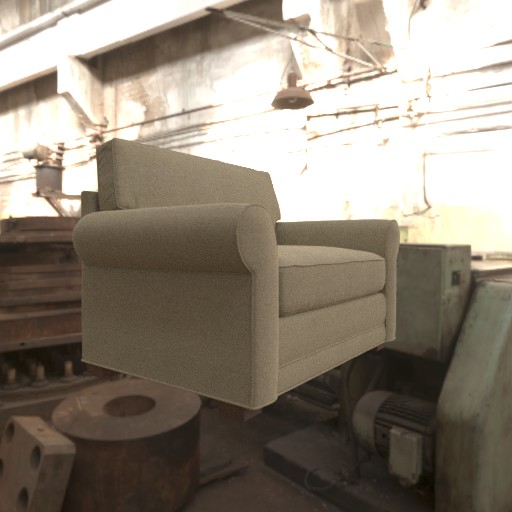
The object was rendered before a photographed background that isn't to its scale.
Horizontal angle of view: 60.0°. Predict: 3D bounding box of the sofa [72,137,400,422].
[{"bbox_3d":[0.000,0.000,2.090,0.936,0.991,1.405,1,2,36],"label":"sofa"}]
